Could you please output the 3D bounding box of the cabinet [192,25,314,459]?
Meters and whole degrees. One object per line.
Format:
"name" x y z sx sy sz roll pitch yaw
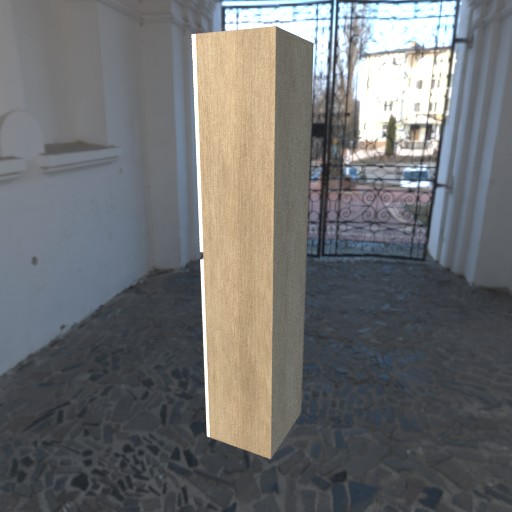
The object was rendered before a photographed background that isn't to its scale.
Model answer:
"cabinet" 0.000 0.000 1.570 0.270 1.400 0.300 8 19 25
